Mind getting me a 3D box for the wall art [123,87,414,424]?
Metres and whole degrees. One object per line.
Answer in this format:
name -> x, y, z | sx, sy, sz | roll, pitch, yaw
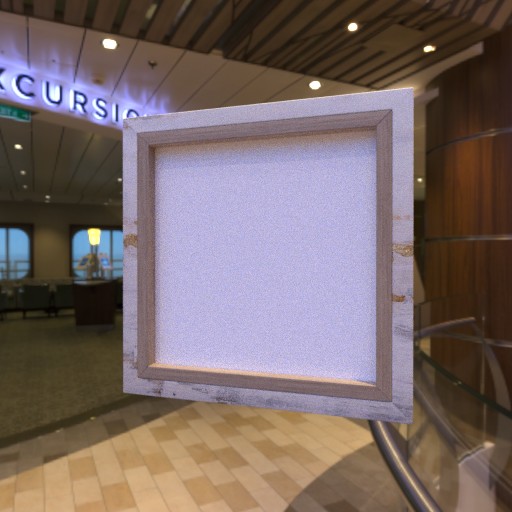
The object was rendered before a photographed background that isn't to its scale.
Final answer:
wall art -> 0.000, 0.000, 0.915 | 0.611, 0.613, 0.040 | 0, 0, 18
